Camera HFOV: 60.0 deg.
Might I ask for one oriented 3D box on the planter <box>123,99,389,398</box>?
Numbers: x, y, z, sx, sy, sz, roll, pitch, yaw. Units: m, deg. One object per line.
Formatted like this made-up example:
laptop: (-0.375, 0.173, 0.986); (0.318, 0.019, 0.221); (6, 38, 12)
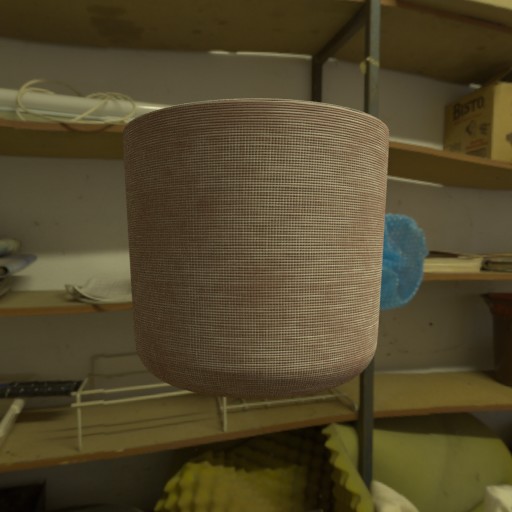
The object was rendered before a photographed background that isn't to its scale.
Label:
planter: (0.000, 0.000, 0.769); (0.440, 0.398, 0.440); (0, 1, 0)
